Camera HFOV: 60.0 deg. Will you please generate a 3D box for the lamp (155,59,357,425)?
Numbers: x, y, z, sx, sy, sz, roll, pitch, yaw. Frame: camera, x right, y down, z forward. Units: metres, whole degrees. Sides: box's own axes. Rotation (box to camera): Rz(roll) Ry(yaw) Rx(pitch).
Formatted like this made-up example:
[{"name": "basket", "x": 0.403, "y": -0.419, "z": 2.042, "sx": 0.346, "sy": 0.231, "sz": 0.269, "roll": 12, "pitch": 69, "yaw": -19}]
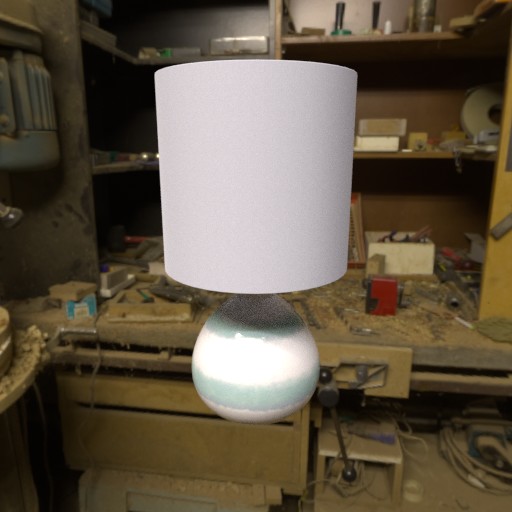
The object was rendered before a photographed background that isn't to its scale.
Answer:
[{"name": "lamp", "x": 0.000, "y": 0.000, "z": 0.535, "sx": 0.217, "sy": 0.404, "sz": 0.217, "roll": 2, "pitch": 15, "yaw": 9}]
